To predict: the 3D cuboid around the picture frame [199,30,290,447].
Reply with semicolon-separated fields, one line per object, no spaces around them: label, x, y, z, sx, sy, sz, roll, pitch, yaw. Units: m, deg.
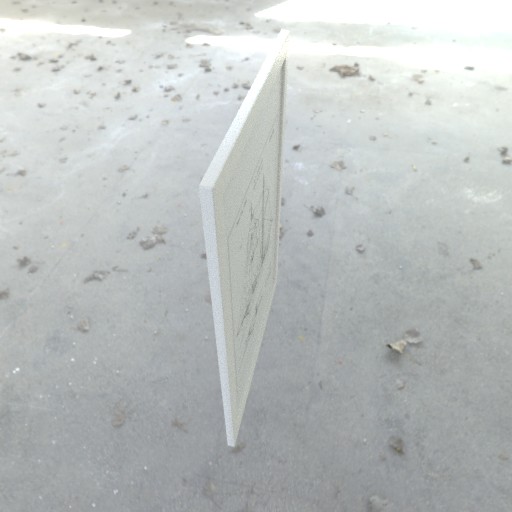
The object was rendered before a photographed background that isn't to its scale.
picture frame;0.000;0.000;0.685;0.012;0.534;0.381;9;46;9
